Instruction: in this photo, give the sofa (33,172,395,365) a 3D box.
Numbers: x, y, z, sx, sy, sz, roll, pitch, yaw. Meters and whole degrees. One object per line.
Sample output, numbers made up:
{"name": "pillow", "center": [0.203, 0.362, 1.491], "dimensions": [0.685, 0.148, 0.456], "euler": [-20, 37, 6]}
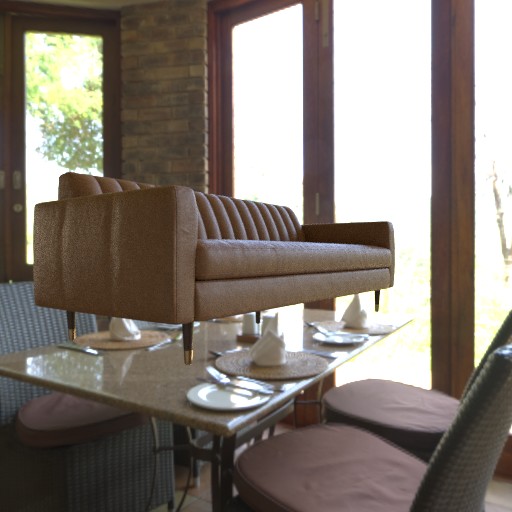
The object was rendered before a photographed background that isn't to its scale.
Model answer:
{"name": "sofa", "center": [0.000, 0.000, 2.692], "dimensions": [0.990, 0.821, 2.291], "euler": [0, 0, 37]}
